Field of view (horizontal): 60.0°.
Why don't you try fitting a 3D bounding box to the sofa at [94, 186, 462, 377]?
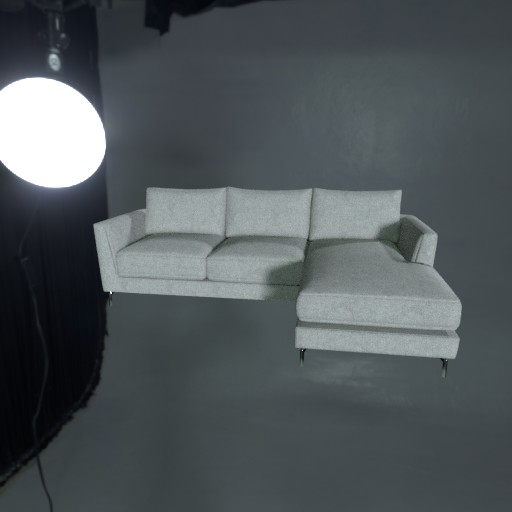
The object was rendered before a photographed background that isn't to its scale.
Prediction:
[{"bbox_3d":[0.000,0.000,3.169,2.438,0.864,1.626,2,14,9],"label":"sofa"}]
